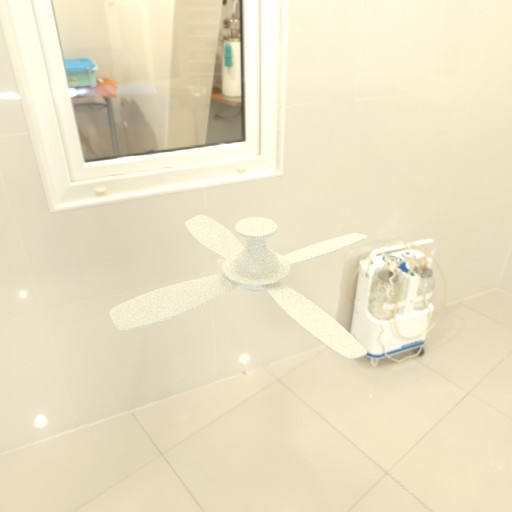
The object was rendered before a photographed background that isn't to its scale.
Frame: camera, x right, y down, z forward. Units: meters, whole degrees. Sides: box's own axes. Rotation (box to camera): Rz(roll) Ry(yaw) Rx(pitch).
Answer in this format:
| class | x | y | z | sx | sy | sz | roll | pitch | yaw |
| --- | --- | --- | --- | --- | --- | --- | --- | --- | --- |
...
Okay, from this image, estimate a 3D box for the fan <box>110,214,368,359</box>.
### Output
| class | x | y | z | sx | sy | sz | roll | pitch | yaw |
| --- | --- | --- | --- | --- | --- | --- | --- | --- | --- |
| fan | 0.000 | 0.000 | 2.538 | 1.694 | 0.382 | 1.693 | -18 | 35 | -28 |
